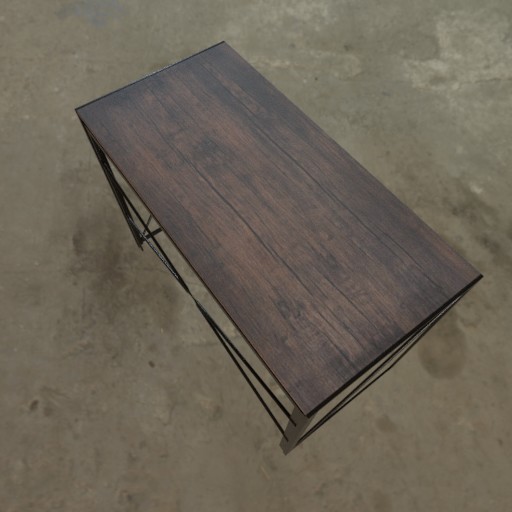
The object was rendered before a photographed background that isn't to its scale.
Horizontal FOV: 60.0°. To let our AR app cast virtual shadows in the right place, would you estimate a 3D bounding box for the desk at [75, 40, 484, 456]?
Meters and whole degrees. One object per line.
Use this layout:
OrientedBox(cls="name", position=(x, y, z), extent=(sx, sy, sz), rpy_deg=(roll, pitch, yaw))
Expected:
OrientedBox(cls="desk", position=(0.000, 0.000, 1.430), extent=(0.505, 0.747, 1.015), rpy_deg=(-33, 66, -17))
